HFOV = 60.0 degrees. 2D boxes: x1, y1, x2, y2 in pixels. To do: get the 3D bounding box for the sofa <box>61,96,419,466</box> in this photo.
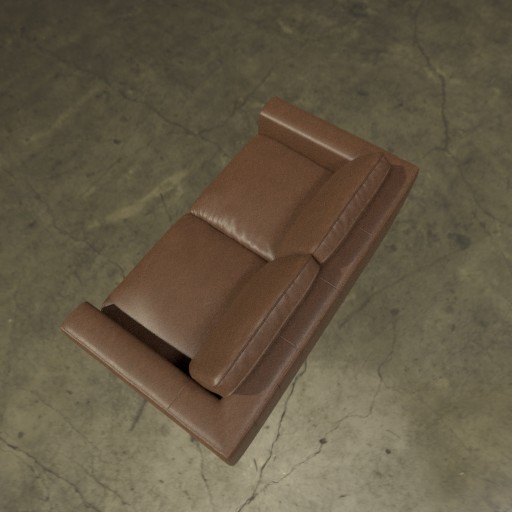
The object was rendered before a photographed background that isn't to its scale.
[{"bbox_3d":[0.000,0.000,2.528,1.070,0.800,1.920,32,67,15],"label":"sofa"}]
